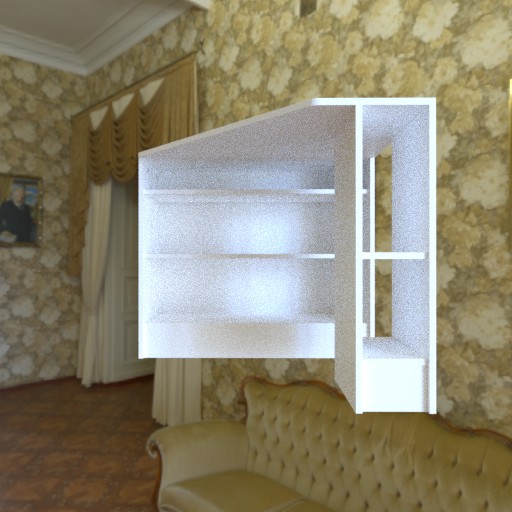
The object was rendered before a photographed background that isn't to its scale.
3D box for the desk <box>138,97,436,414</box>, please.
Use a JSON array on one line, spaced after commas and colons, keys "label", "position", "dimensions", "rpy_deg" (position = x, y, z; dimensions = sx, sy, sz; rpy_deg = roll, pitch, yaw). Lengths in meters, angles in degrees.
[{"label": "desk", "position": [0.000, 0.000, 1.613], "dimensions": [0.940, 0.818, 0.926], "rpy_deg": [0, 0, 1]}]
